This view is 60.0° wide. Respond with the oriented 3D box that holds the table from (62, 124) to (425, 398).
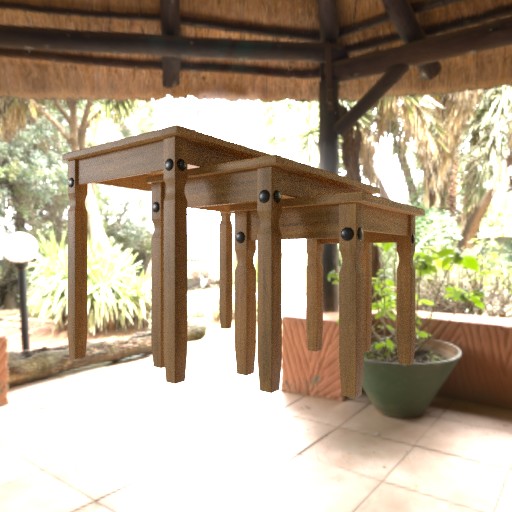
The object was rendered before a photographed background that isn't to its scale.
[{"bbox_3d":[0.000,0.000,1.191,0.773,0.535,0.660,0,0,37],"label":"table"}]
